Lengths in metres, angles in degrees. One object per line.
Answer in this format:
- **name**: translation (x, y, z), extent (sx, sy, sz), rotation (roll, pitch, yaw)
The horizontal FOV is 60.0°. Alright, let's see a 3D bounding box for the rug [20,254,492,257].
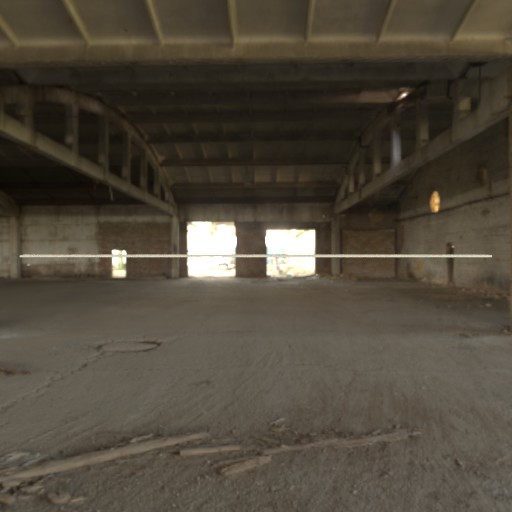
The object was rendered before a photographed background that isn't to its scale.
- **rug**: translation (0.000, 0.000, 3.477), extent (2.746, 0.018, 1.819), rotation (0, 0, 1)
